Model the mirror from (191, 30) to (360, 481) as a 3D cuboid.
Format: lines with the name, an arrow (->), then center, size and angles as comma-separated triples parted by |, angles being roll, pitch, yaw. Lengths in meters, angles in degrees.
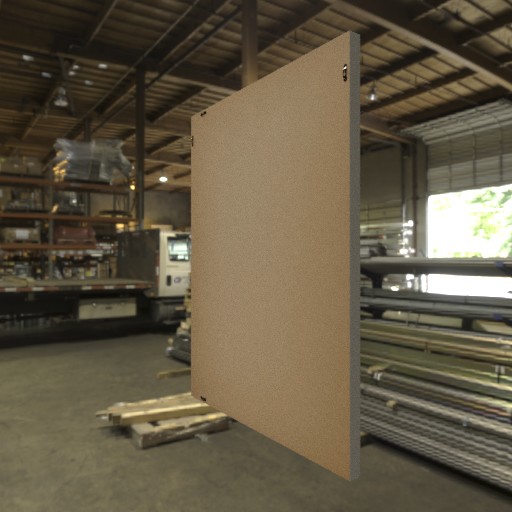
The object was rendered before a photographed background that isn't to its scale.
mirror -> 0.000, 0.000, 1.315 | 0.040, 1.016, 0.762 | 0, 0, -36
